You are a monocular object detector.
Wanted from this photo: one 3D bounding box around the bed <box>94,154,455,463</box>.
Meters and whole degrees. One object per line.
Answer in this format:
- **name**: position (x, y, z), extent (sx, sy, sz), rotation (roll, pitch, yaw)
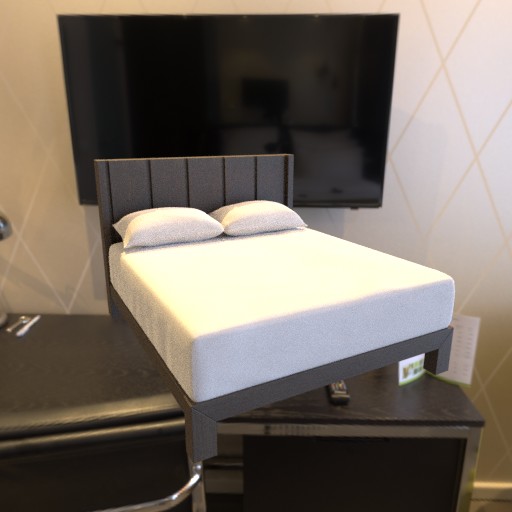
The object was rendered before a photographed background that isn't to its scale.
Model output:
- **bed**: position (0.000, 0.000, 3.108), extent (1.735, 1.261, 1.992), rotation (-8, 18, -27)
